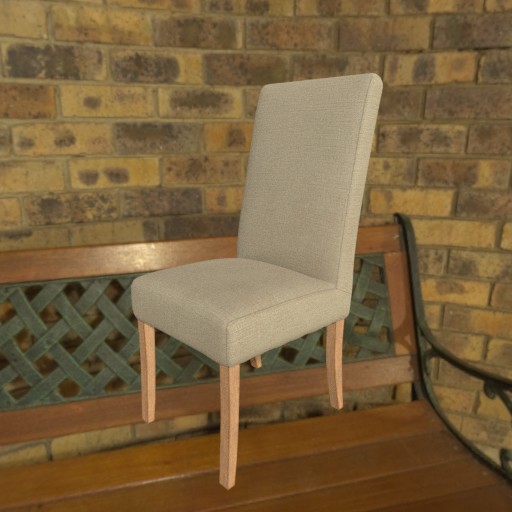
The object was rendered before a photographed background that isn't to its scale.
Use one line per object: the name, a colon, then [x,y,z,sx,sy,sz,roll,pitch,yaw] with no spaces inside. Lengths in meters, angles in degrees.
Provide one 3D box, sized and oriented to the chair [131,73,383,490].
chair: [0.000,0.000,1.328,0.611,1.033,0.450,-15,21,-43]
